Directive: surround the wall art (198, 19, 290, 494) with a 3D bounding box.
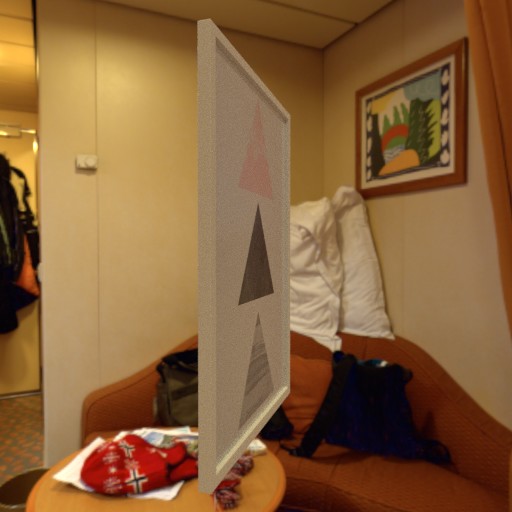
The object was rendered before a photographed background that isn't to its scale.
[{"bbox_3d":[0.000,0.000,0.549,0.013,0.433,0.303,0,1,18],"label":"wall art"}]
